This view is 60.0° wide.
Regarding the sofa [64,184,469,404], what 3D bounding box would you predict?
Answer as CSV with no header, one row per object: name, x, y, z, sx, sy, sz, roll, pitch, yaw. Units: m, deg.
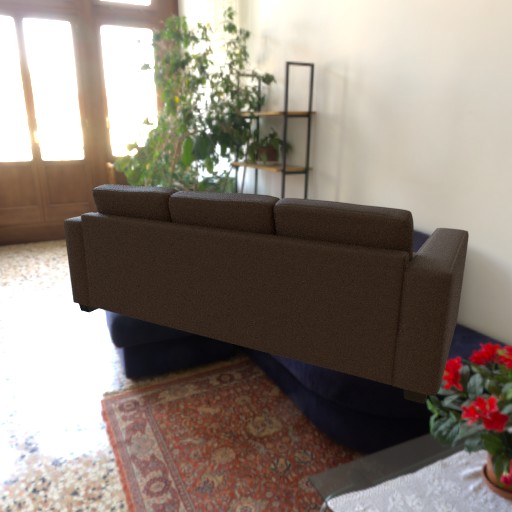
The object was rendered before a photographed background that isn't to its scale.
sofa,0.000,0.000,2.570,2.160,0.806,0.900,9,18,27
